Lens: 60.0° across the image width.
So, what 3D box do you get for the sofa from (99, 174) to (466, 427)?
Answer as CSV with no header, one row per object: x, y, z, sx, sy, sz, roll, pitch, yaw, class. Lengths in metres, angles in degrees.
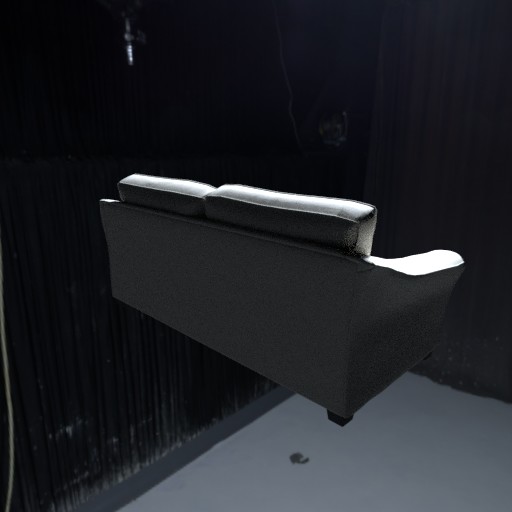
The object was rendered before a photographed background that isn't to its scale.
0.000,0.000,2.797,0.980,0.965,2.270,-15,21,-43,sofa
